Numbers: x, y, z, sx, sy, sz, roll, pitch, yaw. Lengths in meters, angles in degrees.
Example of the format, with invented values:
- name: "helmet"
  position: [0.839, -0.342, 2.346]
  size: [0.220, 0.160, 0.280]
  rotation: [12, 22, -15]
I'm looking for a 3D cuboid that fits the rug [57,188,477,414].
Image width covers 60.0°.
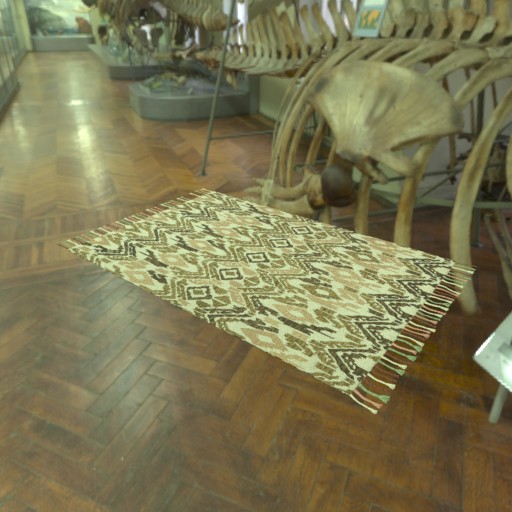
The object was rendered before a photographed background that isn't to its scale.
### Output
- name: "rug"
  position: [0.000, 0.000, 2.968]
  size: [2.438, 0.008, 1.524]
  rotation: [20, 34, 33]
